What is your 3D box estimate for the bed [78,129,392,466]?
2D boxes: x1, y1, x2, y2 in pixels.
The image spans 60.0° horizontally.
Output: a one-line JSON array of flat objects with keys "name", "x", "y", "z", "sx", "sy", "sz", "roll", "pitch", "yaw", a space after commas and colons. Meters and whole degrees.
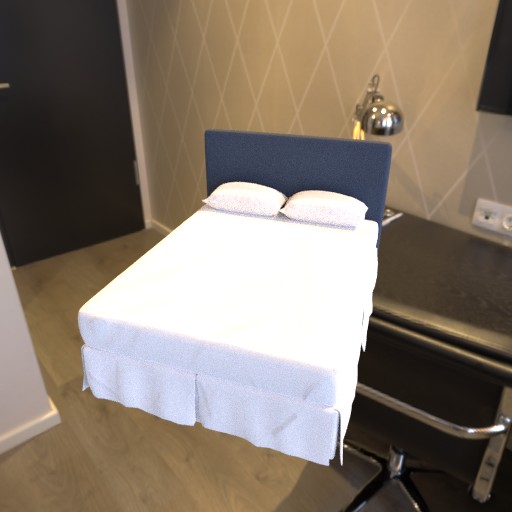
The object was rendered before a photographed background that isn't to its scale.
[{"name": "bed", "x": 0.000, "y": 0.000, "z": 3.245, "sx": 1.713, "sy": 1.330, "sz": 2.162, "roll": 9, "pitch": 29, "yaw": 17}]
